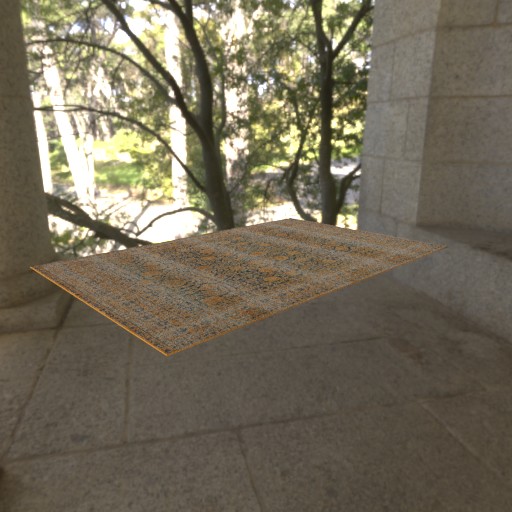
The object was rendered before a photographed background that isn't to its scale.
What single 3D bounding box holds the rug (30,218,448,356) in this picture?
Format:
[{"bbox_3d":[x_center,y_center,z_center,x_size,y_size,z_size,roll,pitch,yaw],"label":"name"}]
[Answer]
[{"bbox_3d":[0.000,0.000,2.932,2.336,0.007,1.525,-14,21,-41],"label":"rug"}]
